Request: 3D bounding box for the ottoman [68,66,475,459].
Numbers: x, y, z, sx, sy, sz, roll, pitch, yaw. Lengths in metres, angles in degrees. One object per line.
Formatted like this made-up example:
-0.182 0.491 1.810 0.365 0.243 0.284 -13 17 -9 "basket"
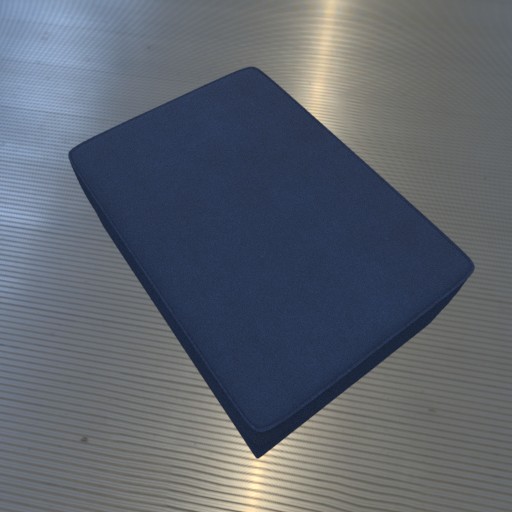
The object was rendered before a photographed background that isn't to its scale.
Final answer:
0.000 0.000 1.383 0.686 0.584 0.965 -32 65 -17 "ottoman"
